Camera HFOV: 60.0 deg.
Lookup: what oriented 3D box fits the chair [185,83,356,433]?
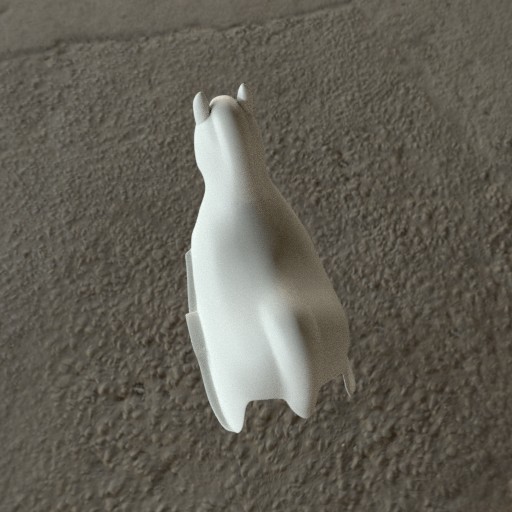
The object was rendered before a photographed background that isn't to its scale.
[{"bbox_3d":[0.000,0.000,1.127,0.429,0.612,0.800,-14,60,-9],"label":"chair"}]
